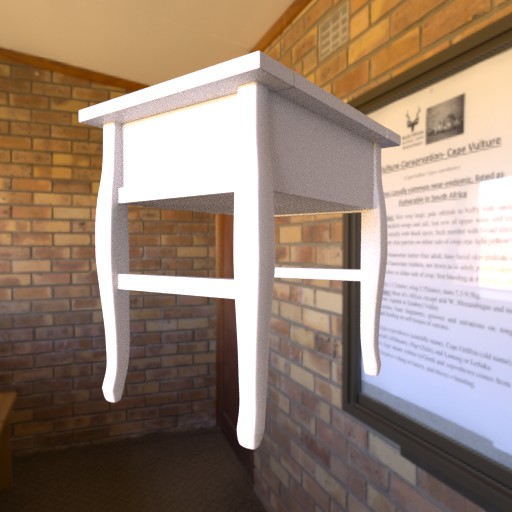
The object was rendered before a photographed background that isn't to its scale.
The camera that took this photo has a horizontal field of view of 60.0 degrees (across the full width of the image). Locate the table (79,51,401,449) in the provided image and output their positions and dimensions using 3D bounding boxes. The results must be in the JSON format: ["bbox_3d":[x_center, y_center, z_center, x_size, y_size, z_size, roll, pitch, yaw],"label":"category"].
[{"bbox_3d":[0.000,0.000,1.015,0.463,0.605,0.599,1,1,37],"label":"table"}]
